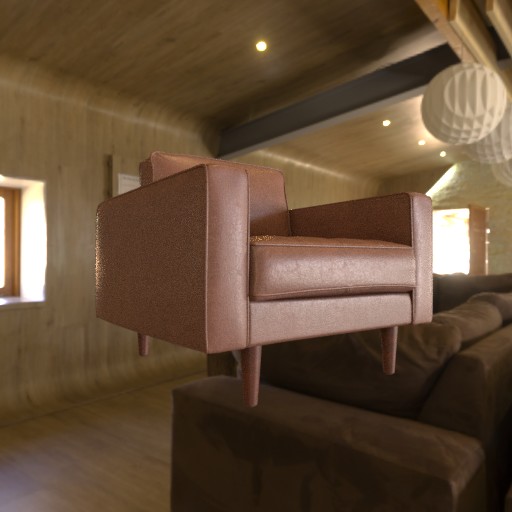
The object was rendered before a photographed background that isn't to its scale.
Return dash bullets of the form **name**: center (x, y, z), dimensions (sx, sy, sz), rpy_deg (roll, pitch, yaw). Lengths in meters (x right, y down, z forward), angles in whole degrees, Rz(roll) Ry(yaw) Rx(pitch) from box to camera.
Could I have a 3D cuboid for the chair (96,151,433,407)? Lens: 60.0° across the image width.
- **chair**: center (0.000, 0.000, 1.578), dimensions (0.920, 0.770, 0.900), rpy_deg (0, -1, -36)
